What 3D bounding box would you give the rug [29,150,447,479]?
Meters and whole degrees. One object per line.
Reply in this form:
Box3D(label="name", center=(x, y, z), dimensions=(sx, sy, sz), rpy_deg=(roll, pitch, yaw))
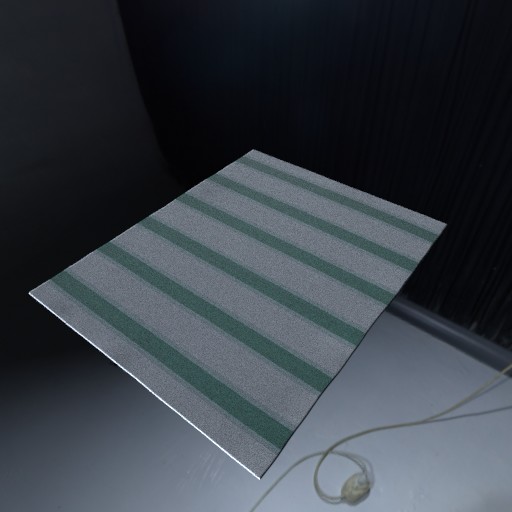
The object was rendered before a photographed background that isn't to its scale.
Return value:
Box3D(label="rug", center=(0.000, 0.000, 4.025), dimensions=(2.434, 0.019, 3.041), rpy_deg=(28, 49, 27))
